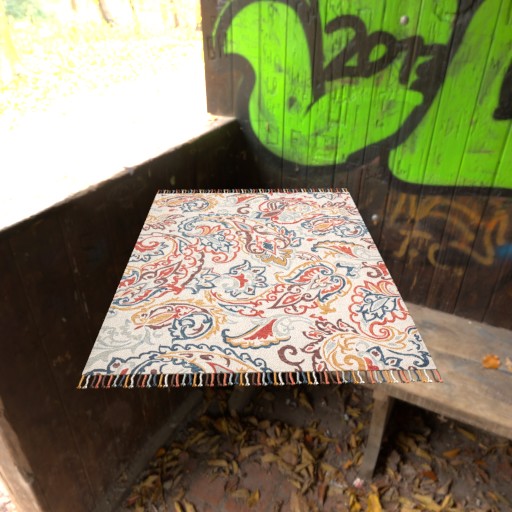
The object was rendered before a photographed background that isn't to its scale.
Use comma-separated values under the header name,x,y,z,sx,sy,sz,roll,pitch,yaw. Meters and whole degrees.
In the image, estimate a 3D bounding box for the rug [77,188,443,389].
name,x,y,z,sx,sy,sz,roll,pitch,yaw
rug,0.000,0.000,4.333,2.439,0.015,3.274,-1,32,-1
